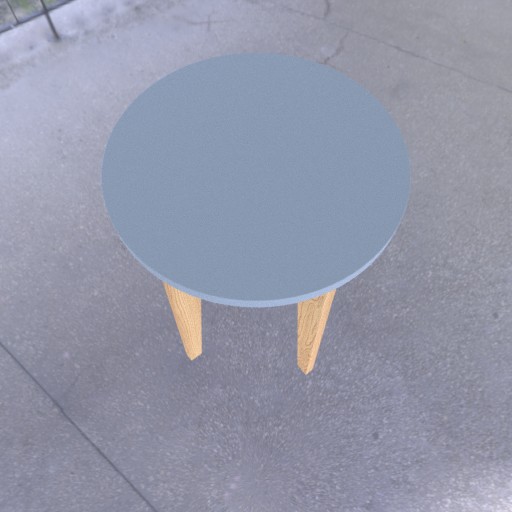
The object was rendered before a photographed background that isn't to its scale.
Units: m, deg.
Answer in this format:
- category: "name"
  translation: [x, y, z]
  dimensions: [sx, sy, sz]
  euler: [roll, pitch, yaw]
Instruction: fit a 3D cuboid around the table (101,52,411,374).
- category: "table"
  translation: [0.000, 0.000, 0.729]
  dimensions: [0.350, 0.500, 0.350]
  euler: [0, 63, 0]
